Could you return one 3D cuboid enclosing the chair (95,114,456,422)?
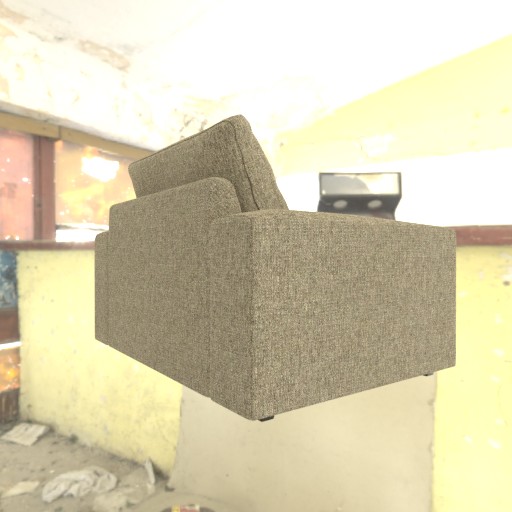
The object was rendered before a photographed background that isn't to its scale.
[{"bbox_3d":[0.000,0.000,2.005,1.039,0.915,1.398,0,0,-36],"label":"chair"}]
